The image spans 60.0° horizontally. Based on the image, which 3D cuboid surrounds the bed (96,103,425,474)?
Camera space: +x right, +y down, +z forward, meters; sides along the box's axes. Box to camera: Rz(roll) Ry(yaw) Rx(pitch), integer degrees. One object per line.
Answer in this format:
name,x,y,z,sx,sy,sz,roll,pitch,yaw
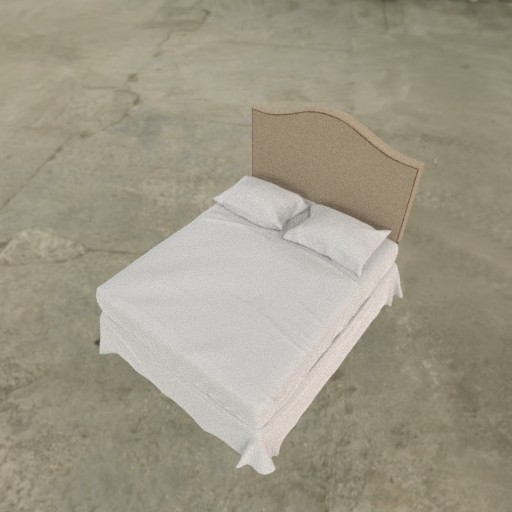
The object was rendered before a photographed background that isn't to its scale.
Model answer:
bed,0.000,0.000,3.468,1.876,1.645,2.221,29,51,26
